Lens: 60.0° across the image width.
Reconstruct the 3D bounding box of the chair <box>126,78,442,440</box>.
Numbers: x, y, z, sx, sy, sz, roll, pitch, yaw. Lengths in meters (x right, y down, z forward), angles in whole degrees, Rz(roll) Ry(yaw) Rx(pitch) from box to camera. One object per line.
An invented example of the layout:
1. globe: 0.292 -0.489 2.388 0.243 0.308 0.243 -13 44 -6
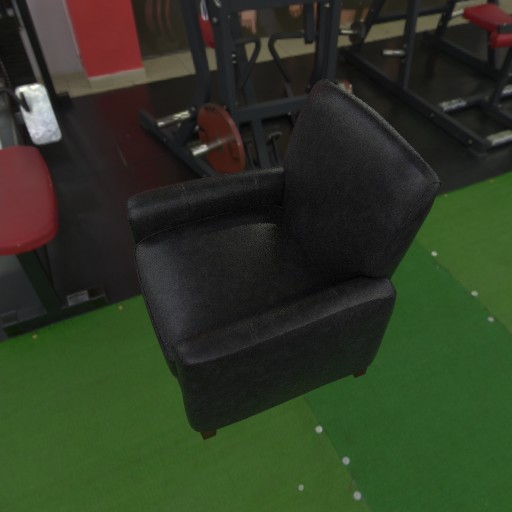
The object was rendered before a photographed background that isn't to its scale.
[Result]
1. chair: 0.000 0.000 1.655 0.864 1.014 0.848 -17 49 -15
